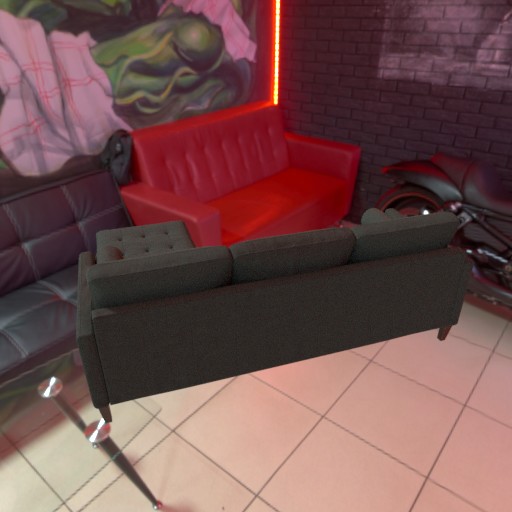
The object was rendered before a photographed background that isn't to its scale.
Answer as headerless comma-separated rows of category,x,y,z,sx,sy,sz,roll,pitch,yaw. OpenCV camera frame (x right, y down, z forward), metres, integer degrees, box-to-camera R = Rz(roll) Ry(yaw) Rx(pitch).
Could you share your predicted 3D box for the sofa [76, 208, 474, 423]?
sofa,0.000,0.000,2.947,2.178,0.876,1.506,-9,30,-16
